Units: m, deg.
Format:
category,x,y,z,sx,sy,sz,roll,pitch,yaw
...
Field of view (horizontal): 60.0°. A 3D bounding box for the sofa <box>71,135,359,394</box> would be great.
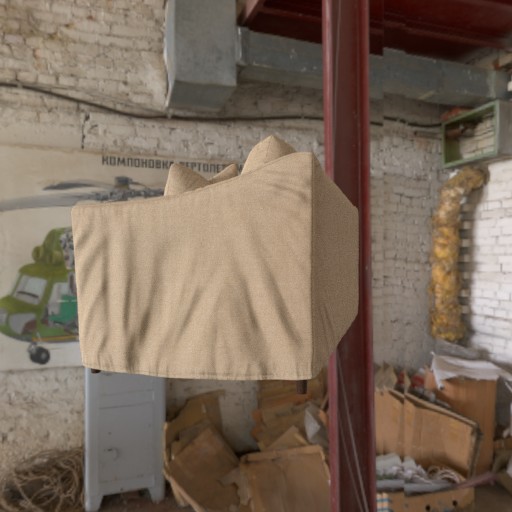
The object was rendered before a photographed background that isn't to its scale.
category,x,y,z,sx,sy,sz,roll,pitch,yaw
sofa,0.000,0.000,2.645,1.072,1.018,2.010,0,0,17
